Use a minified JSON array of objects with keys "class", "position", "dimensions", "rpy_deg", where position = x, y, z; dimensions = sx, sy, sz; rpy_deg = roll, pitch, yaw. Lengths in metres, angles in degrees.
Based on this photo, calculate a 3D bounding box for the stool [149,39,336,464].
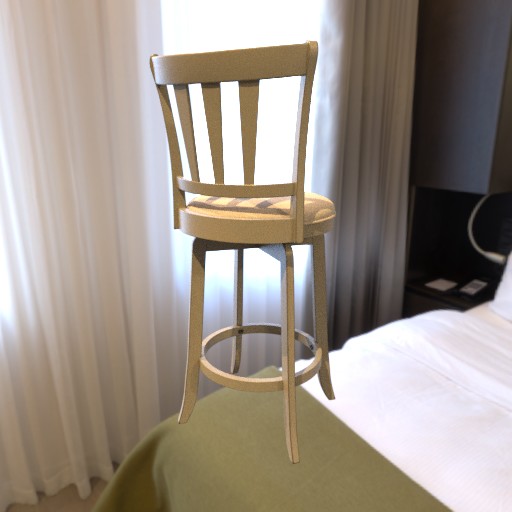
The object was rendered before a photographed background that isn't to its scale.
[{"class":"stool","position":[0.000,0.000,1.262],"dimensions":[0.436,1.042,0.475],"rpy_deg":[8,18,26]}]
